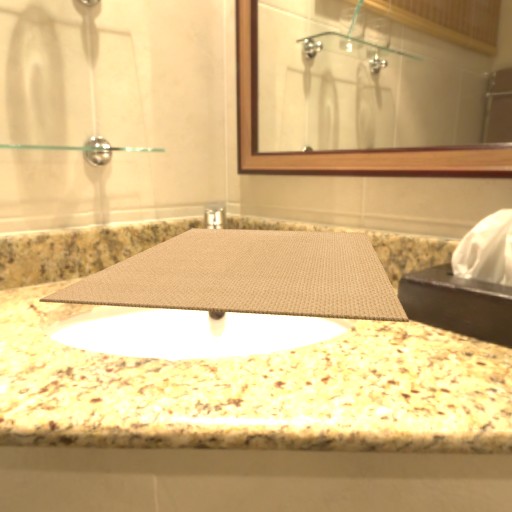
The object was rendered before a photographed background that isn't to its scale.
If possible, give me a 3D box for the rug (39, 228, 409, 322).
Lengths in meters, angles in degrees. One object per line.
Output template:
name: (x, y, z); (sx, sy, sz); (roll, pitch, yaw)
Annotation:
rug: (0.000, 0.000, 2.799); (1.509, 0.013, 2.144); (2, 12, 9)
